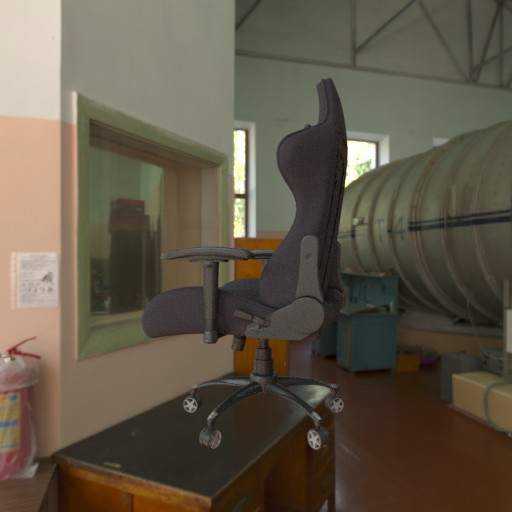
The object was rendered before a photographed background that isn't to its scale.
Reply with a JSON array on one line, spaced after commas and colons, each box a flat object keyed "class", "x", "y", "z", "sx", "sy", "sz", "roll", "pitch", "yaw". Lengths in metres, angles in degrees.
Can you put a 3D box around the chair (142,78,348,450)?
[{"class": "chair", "x": 0.000, "y": 0.000, "z": 1.762, "sx": 0.695, "sy": 1.300, "sz": 0.730, "roll": 0, "pitch": 0, "yaw": 18}]
